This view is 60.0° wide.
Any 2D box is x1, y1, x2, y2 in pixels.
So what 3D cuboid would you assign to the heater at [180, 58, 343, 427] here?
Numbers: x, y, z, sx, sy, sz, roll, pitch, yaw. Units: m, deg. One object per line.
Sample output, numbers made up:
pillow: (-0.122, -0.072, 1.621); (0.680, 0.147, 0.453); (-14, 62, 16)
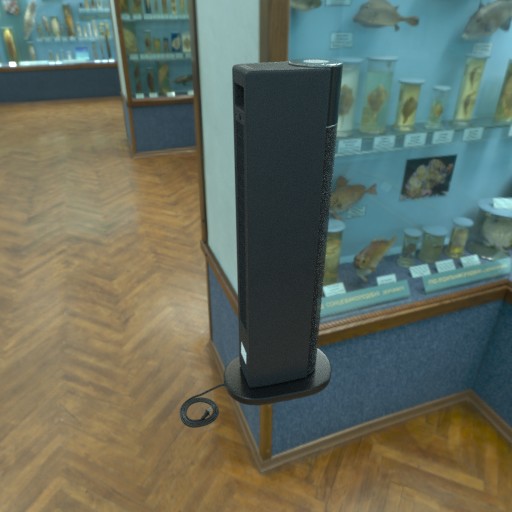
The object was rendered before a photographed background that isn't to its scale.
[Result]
heater: (0.000, 0.000, 1.071); (0.458, 0.856, 0.214); (-9, 31, -16)
